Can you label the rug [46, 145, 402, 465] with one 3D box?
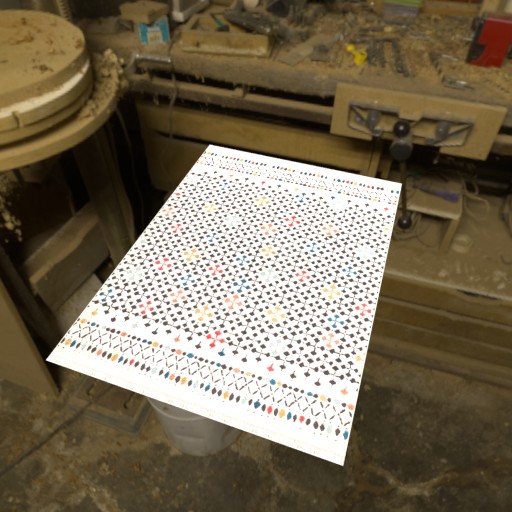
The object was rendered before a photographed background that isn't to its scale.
[{"bbox_3d":[0.000,0.000,4.229,2.354,0.007,3.196,14,49,13],"label":"rug"}]
